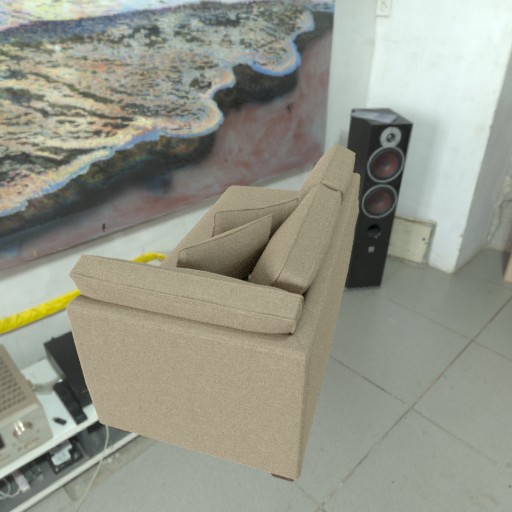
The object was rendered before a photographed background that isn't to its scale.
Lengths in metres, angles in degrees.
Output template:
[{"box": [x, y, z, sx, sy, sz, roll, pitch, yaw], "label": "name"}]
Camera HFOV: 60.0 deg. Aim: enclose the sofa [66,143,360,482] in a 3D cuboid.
[{"box": [0.000, 0.000, 2.812, 1.110, 1.033, 2.237, 9, 32, 14], "label": "sofa"}]
